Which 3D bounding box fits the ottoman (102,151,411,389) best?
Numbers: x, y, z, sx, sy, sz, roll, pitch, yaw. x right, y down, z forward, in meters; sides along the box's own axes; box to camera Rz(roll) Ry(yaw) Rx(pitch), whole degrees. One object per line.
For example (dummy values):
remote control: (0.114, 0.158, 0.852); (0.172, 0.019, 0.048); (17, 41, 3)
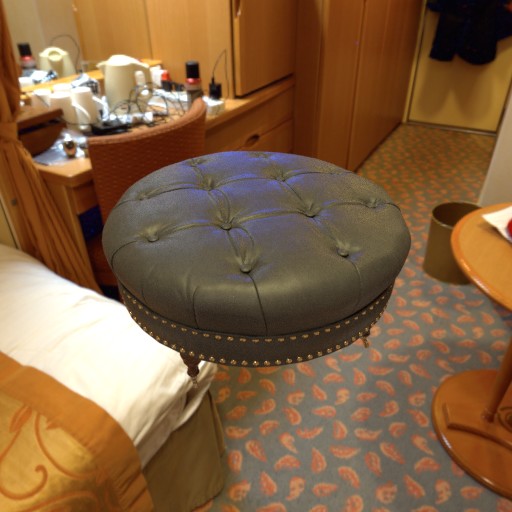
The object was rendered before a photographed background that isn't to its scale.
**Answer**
ottoman: (0.000, 0.000, 1.409); (0.901, 0.439, 0.901); (0, 34, 0)
